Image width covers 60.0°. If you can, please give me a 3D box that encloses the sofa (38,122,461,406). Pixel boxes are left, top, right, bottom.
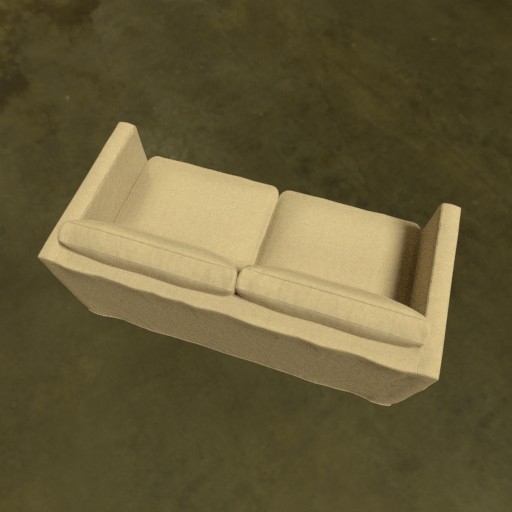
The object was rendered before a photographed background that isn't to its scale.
[{"bbox_3d":[0.000,0.000,2.456,1.959,0.835,0.962,16,64,8],"label":"sofa"}]
